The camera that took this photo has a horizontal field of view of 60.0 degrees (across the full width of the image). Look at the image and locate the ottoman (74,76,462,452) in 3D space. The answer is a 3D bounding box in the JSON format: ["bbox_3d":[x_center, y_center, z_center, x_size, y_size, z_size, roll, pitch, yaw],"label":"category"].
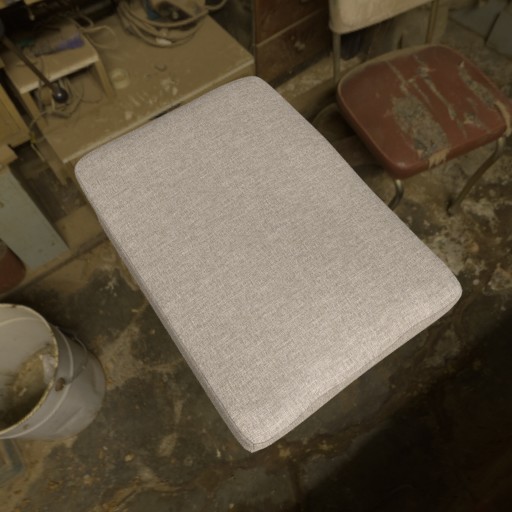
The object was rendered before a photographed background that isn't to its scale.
[{"bbox_3d":[0.000,0.000,1.271,0.639,0.494,0.873,-32,68,-15],"label":"ottoman"}]
